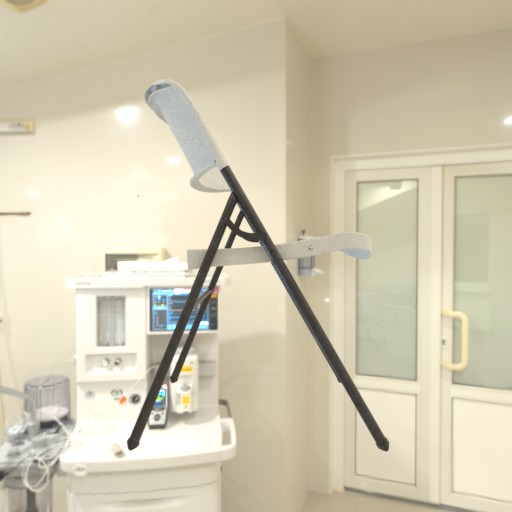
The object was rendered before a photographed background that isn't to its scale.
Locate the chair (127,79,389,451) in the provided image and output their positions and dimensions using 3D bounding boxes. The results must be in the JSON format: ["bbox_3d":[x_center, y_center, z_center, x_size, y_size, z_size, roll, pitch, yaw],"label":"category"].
[{"bbox_3d":[0.000,0.000,1.166,0.566,0.810,0.494,0,1,0],"label":"chair"}]
